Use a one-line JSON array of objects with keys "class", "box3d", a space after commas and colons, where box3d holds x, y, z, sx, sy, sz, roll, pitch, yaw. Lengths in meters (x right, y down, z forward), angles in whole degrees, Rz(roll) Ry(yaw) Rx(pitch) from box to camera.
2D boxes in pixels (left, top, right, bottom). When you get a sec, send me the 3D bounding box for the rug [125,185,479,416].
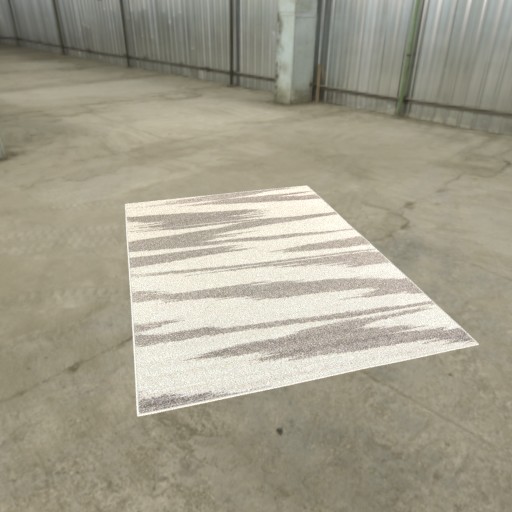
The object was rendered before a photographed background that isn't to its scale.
[{"class": "rug", "box3d": [0.000, 0.000, 2.748, 1.533, 0.010, 2.142, -8, 30, -14]}]
